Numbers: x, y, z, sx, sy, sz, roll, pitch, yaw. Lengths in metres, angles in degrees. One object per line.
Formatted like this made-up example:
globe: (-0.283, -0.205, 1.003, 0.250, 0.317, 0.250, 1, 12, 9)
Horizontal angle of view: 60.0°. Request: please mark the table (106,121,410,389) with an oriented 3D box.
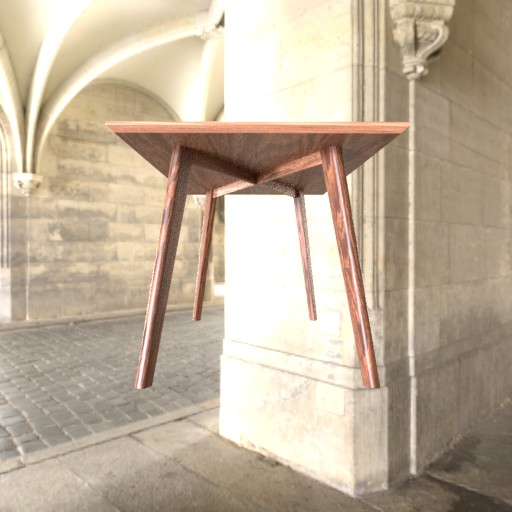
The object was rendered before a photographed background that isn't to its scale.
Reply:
table: (0.000, 0.000, 1.844, 0.801, 0.724, 1.349, 0, 1, -1)
